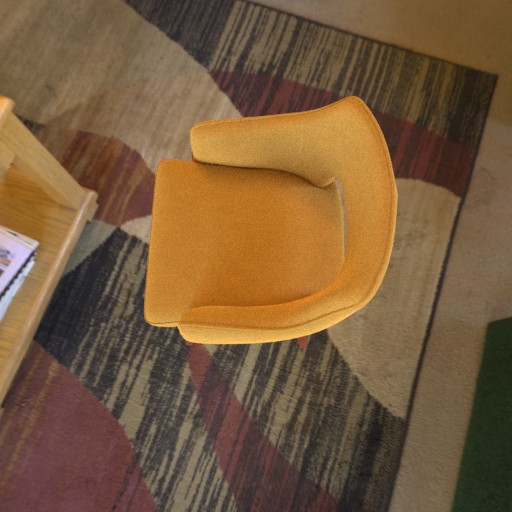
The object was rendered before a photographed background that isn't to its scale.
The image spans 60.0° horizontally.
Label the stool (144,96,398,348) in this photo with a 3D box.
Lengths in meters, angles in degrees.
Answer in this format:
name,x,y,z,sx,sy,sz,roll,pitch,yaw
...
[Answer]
name,x,y,z,sx,sy,sz,roll,pitch,yaw
stool,0.000,0.000,1.329,0.558,1.012,0.548,1,75,0
